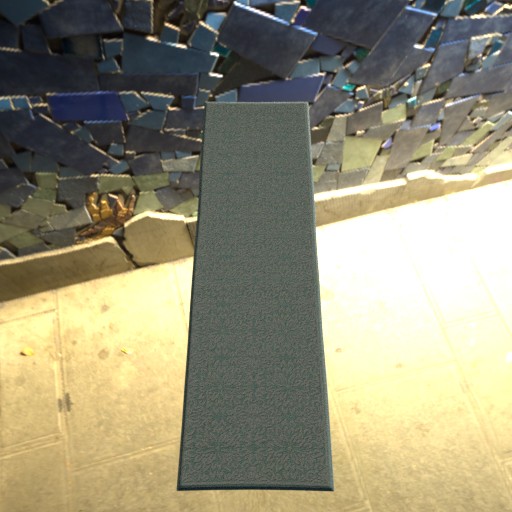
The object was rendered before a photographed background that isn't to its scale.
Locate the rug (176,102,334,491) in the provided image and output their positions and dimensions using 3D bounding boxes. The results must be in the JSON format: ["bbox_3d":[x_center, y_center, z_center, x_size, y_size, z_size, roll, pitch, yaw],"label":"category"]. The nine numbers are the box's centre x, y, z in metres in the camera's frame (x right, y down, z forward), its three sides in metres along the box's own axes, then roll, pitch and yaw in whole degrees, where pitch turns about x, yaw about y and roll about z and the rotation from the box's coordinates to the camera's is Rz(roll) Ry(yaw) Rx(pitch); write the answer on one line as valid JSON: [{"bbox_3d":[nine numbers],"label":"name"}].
[{"bbox_3d":[0.000,0.000,2.342,0.662,0.011,2.196,0,64,0],"label":"rug"}]
